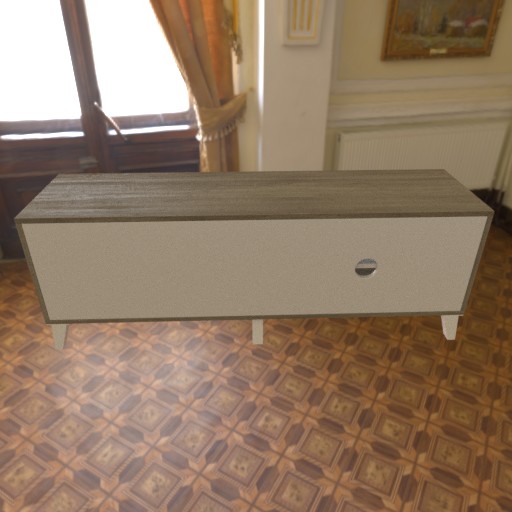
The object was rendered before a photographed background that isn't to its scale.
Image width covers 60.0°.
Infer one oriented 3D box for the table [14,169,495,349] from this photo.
[{"bbox_3d":[0.000,0.000,1.687,1.500,0.530,0.400,-1,30,-2],"label":"table"}]
